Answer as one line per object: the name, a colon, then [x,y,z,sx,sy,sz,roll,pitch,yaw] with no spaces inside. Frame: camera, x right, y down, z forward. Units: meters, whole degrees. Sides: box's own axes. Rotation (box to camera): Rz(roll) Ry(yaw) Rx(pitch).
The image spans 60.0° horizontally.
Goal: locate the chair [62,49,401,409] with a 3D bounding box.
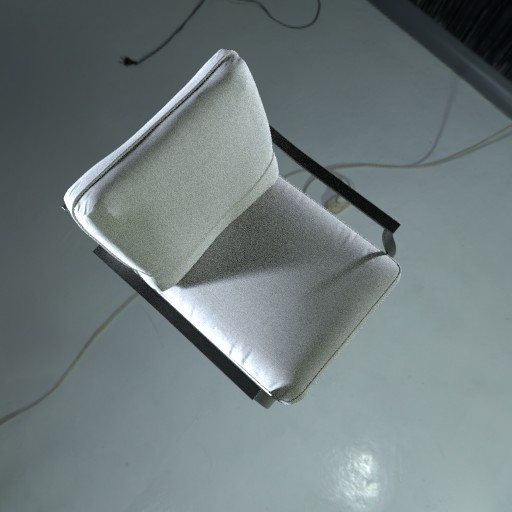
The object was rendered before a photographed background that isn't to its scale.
chair: [0.000,0.000,1.399,0.787,0.860,0.650,41,79,10]
